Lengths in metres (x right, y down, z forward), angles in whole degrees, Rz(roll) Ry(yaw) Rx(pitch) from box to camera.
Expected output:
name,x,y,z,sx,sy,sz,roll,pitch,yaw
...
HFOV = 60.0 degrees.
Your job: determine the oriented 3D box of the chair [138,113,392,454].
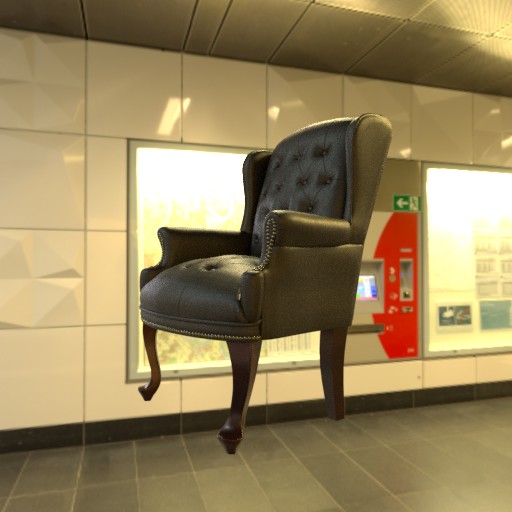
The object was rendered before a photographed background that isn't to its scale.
name,x,y,z,sx,sy,sz,roll,pitch,yaw
chair,0.000,0.000,1.701,0.822,1.133,0.831,1,-1,-37
